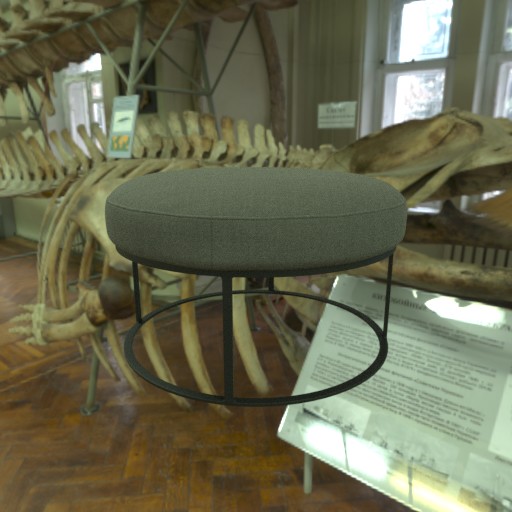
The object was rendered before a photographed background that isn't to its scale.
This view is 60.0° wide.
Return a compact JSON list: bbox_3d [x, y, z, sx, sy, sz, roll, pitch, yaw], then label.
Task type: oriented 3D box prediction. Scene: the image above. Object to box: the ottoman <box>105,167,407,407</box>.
[{"bbox_3d":[0.000,0.000,1.218,0.772,0.460,0.772,0,15,0],"label":"ottoman"}]
